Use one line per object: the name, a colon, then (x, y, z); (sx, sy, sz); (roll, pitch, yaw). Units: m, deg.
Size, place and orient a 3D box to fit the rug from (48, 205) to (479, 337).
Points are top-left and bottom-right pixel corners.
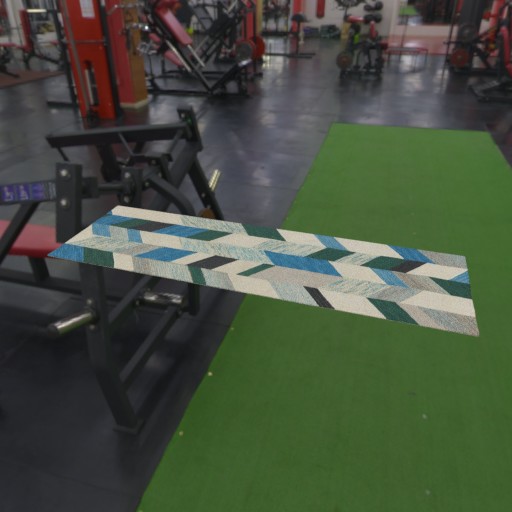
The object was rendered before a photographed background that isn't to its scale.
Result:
rug: (0.000, 0.000, 2.700); (2.437, 0.008, 0.774); (9, 32, 15)
